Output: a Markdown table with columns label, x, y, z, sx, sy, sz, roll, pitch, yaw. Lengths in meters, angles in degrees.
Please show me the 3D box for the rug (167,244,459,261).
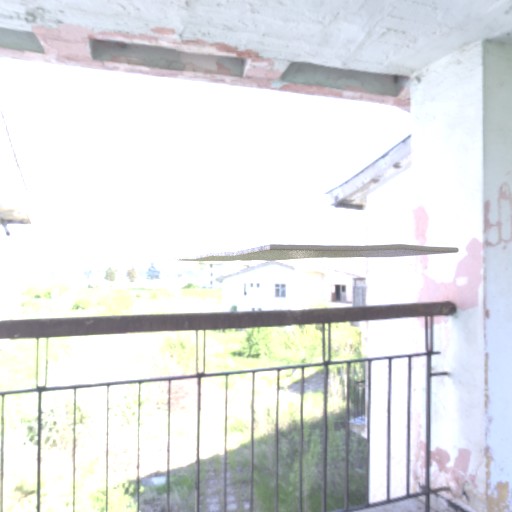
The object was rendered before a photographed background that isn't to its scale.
| label | x | y | z | sx | sy | sz | roll | pitch | yaw |
| --- | --- | --- | --- | --- | --- | --- | --- | --- | --- |
| rug | 0.000 | 0.000 | 2.674 | 0.752 | 0.051 | 2.452 | 1 | -2 | -19 |
